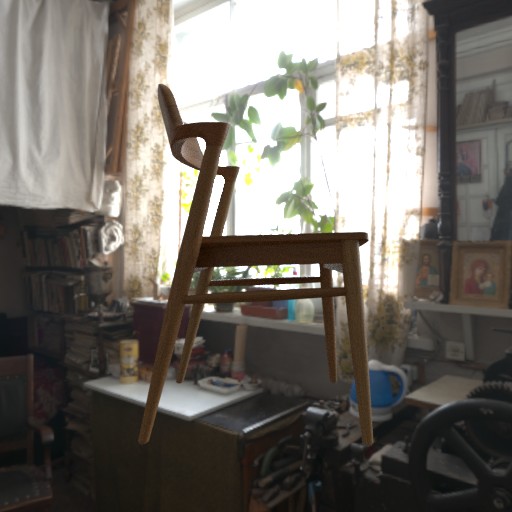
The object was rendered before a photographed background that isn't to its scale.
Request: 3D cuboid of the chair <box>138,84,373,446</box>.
[{"bbox_3d":[0.000,0.000,1.152,0.499,0.792,0.512,0,1,0],"label":"chair"}]
